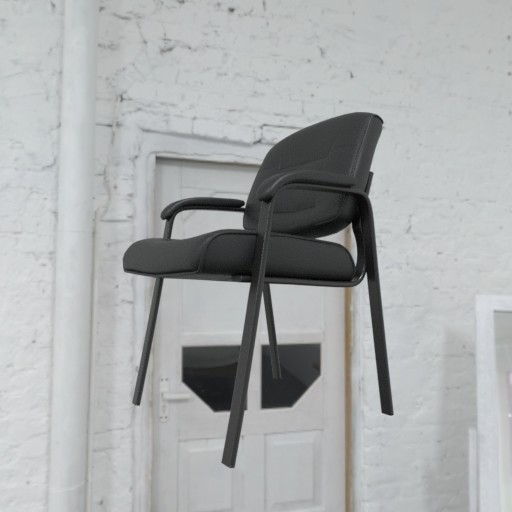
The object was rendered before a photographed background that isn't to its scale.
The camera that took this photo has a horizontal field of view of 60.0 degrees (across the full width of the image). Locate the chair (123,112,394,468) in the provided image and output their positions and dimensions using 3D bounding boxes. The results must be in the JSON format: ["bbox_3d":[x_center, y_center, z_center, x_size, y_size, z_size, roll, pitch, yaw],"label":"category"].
[{"bbox_3d":[0.000,0.000,1.317,0.668,0.910,0.591,1,-2,-37],"label":"chair"}]
